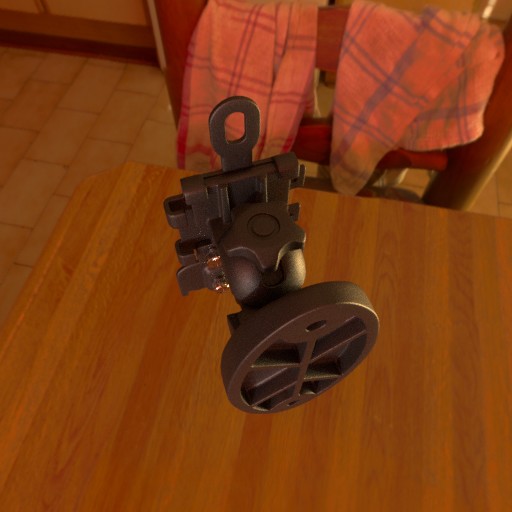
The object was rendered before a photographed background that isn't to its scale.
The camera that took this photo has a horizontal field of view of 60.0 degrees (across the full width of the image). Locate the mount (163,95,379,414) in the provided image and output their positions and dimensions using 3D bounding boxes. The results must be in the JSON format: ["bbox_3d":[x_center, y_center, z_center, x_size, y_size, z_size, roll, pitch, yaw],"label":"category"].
[{"bbox_3d":[0.000,0.000,0.176,0.066,0.118,0.100,-16,60,-9],"label":"mount"}]
